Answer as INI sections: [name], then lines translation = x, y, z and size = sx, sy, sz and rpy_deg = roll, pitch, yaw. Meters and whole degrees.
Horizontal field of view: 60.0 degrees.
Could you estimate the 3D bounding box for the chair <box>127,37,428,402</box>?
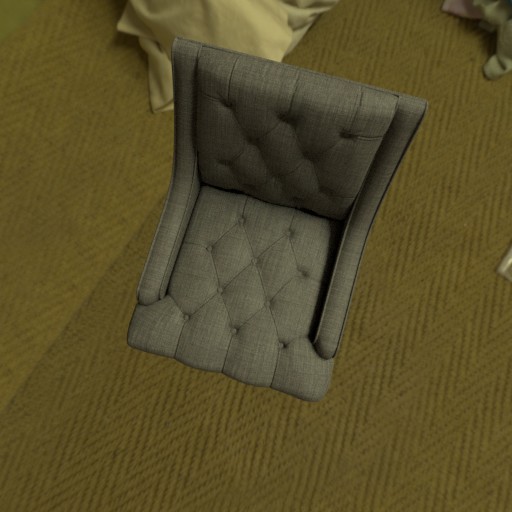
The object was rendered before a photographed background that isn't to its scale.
[chair]
translation = 0.000, 0.000, 1.402
size = 0.655, 0.891, 0.771
rpy_deg = 16, 78, 3
